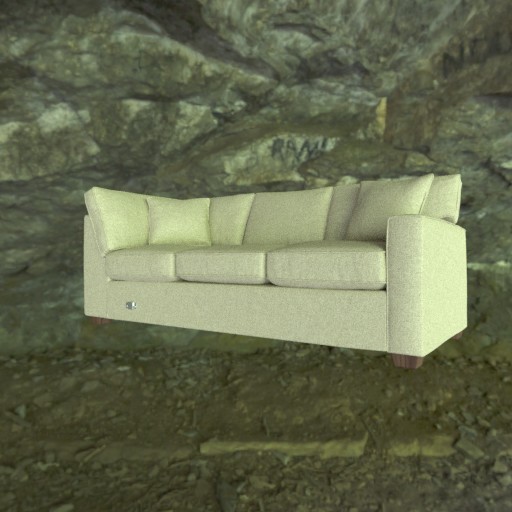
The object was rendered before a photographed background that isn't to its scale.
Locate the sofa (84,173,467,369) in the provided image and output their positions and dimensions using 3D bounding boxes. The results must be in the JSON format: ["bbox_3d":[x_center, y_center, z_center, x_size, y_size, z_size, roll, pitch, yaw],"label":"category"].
[{"bbox_3d":[0.000,0.000,2.842,2.323,0.948,1.053,0,0,35],"label":"sofa"}]
